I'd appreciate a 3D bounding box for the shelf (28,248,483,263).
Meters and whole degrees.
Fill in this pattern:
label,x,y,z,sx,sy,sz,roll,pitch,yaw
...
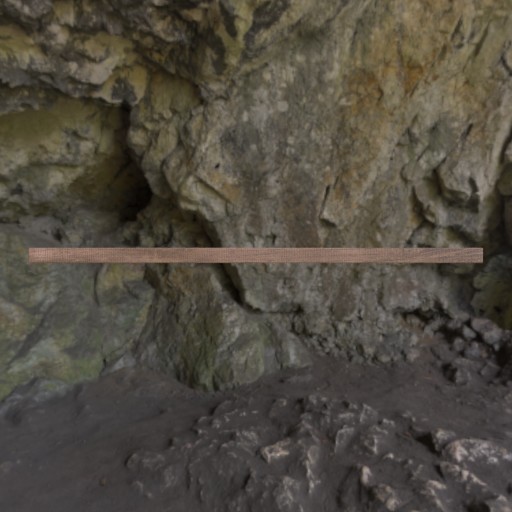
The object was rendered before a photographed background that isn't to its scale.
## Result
label,x,y,z,sx,sy,sz,roll,pitch,yaw
shelf,0.000,0.000,0.664,0.610,0.020,0.140,0,-1,0
